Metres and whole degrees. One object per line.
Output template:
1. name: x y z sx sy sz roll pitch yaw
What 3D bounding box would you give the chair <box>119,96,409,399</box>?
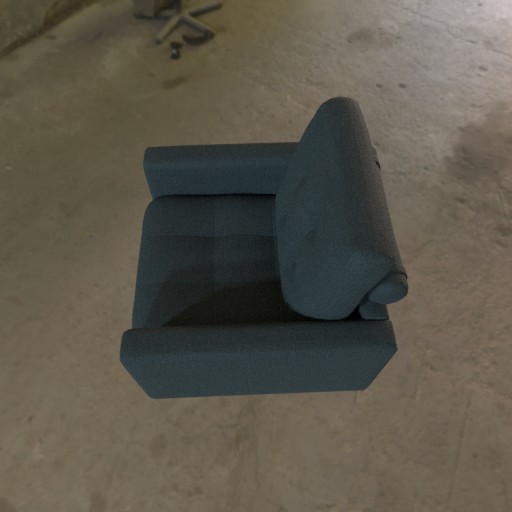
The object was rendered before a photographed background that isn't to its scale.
1. chair: 0.000 0.000 1.544 0.843 0.880 0.821 -2 59 -1
